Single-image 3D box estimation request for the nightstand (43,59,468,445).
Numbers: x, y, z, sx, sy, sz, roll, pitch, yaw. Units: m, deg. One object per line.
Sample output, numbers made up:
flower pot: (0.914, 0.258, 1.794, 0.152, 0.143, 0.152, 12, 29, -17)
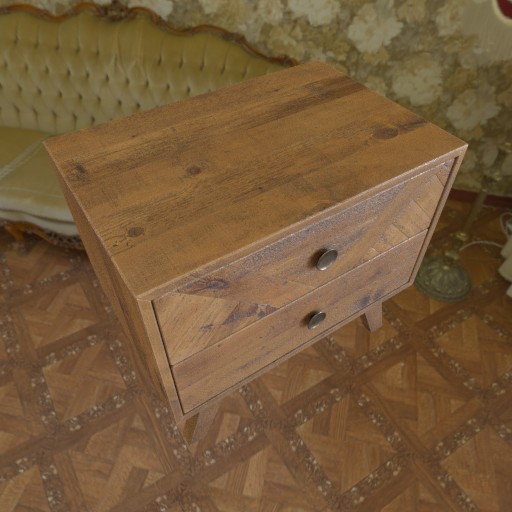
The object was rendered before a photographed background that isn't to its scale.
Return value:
nightstand: (0.000, 0.000, 1.028, 0.650, 0.599, 0.450, -25, 52, -22)
